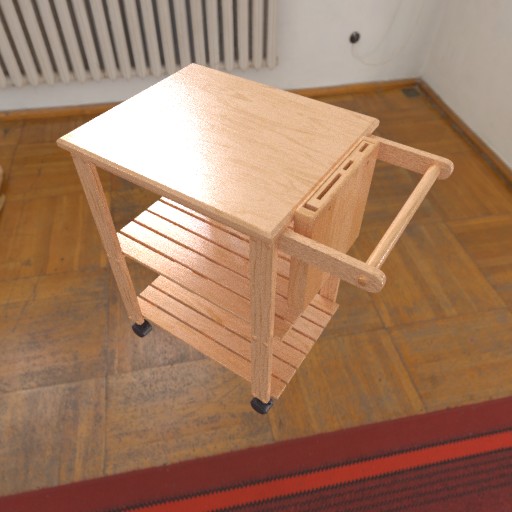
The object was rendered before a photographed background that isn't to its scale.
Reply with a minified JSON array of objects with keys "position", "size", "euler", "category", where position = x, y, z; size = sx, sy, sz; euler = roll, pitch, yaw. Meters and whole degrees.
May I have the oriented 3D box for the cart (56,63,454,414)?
[{"position":[0.000,0.000,1.349],"size":[0.843,0.816,0.520],"euler":[26,52,22],"category":"cart"}]
